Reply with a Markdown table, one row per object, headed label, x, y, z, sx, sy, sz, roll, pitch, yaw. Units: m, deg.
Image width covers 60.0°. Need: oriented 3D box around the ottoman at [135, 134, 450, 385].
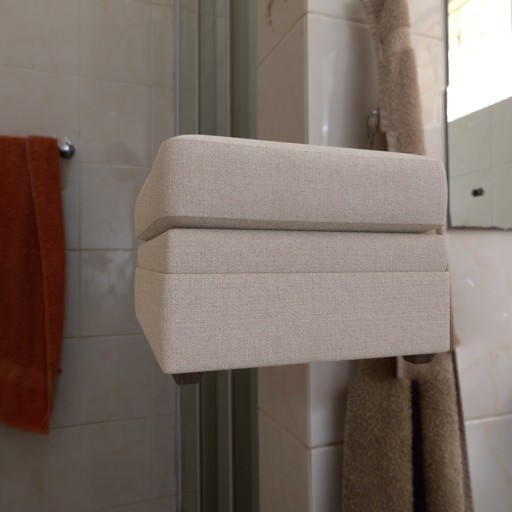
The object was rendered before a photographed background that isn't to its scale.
| label | x | y | z | sx | sy | sz | roll | pitch | yaw |
| --- | --- | --- | --- | --- | --- | --- | --- | --- | --- |
| ottoman | 0.000 | 0.000 | 1.258 | 0.637 | 0.478 | 0.885 | 0 | -1 | -18 |
